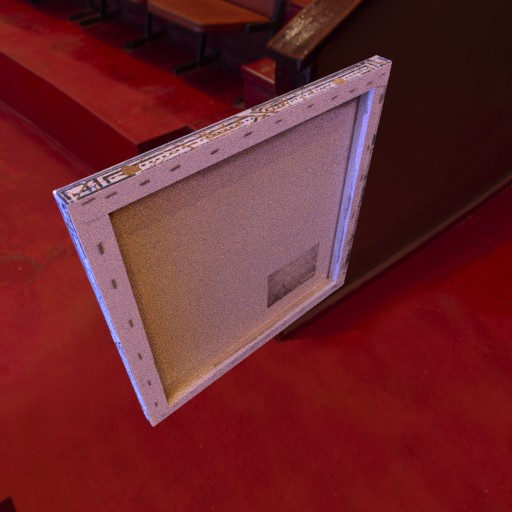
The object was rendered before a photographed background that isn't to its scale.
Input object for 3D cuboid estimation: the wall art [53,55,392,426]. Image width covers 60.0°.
[{"bbox_3d":[0.000,0.000,0.872,0.609,0.607,0.036,-32,54,-27],"label":"wall art"}]
